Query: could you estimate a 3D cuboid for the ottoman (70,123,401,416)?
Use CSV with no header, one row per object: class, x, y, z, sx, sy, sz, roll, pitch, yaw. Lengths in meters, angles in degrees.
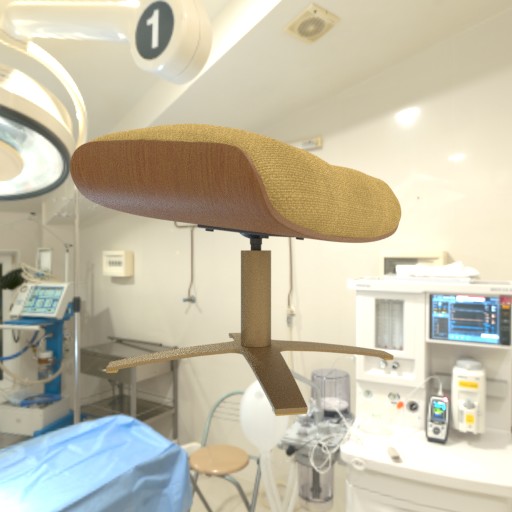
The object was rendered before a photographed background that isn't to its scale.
ottoman,0.000,0.000,0.804,0.394,0.391,0.520,0,1,35
